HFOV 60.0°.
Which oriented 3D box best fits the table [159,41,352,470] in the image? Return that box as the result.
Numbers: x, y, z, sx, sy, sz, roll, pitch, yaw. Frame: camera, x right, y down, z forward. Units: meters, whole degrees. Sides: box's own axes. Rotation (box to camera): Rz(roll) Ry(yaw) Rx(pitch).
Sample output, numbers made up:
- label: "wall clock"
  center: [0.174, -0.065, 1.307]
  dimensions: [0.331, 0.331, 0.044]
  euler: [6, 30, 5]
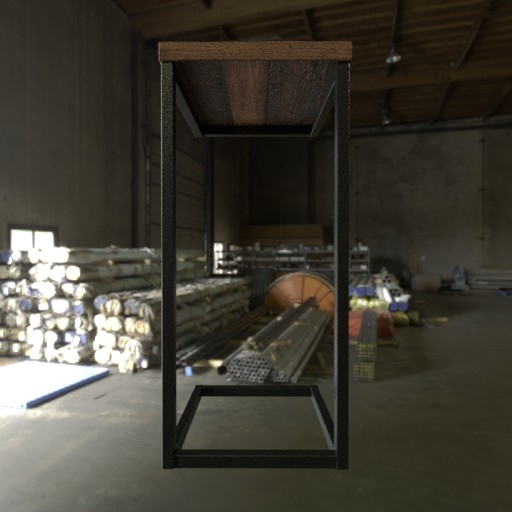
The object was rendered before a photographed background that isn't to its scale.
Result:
- label: "table"
  center: [0.000, 0.000, 0.946]
  dimensions: [0.323, 0.718, 0.414]
  euler: [0, 1, 0]
